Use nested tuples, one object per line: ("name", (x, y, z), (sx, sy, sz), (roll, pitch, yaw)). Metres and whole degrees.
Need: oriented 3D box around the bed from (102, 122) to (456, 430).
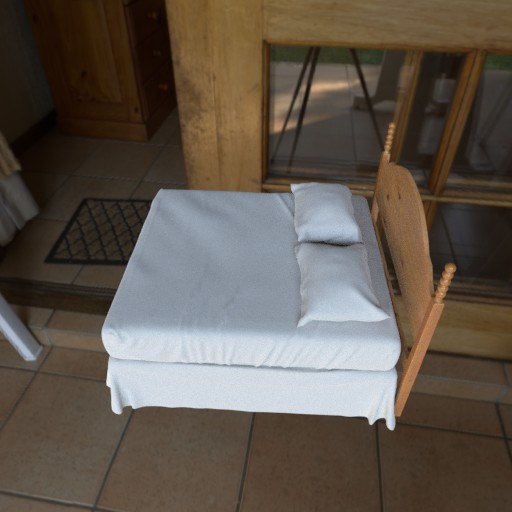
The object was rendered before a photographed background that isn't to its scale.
("bed", (0.000, 0.000, 3.204), (2.040, 1.356, 1.873), (2, 41, 2))
